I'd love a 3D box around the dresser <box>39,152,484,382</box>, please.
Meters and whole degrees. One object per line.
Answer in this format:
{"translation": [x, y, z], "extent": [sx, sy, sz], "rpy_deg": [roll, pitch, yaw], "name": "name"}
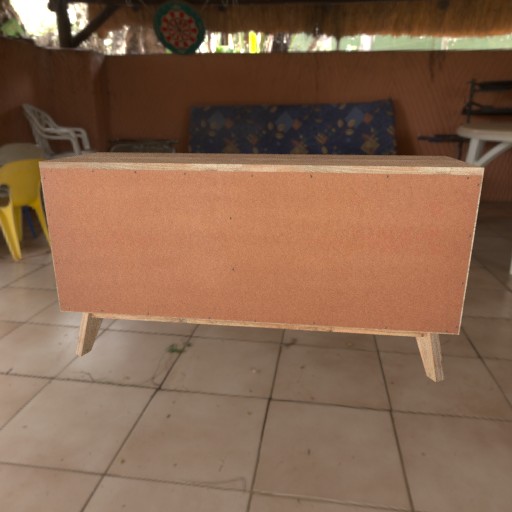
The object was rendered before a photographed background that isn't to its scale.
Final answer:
{"translation": [0.000, 0.000, 1.869], "extent": [1.554, 0.805, 0.455], "rpy_deg": [2, 18, 7], "name": "dresser"}
